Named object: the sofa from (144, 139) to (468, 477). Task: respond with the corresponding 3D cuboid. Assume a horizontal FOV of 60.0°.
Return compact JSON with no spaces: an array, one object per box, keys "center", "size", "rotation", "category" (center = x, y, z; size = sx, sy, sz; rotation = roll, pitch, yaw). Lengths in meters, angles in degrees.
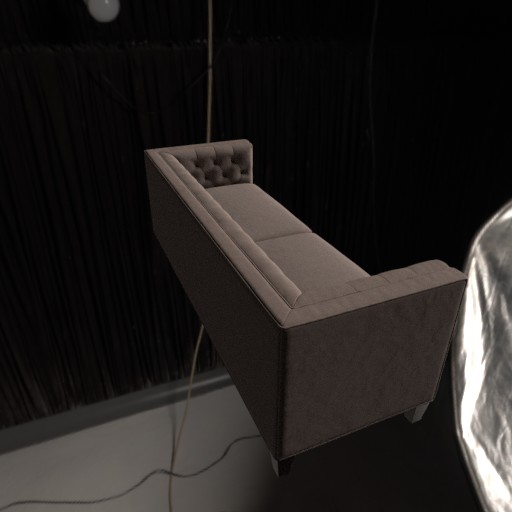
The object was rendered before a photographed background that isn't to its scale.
[{"center":[0.000,0.000,2.526],"size":[0.775,0.762,2.159],"rotation":[-12,31,-20],"category":"sofa"}]
